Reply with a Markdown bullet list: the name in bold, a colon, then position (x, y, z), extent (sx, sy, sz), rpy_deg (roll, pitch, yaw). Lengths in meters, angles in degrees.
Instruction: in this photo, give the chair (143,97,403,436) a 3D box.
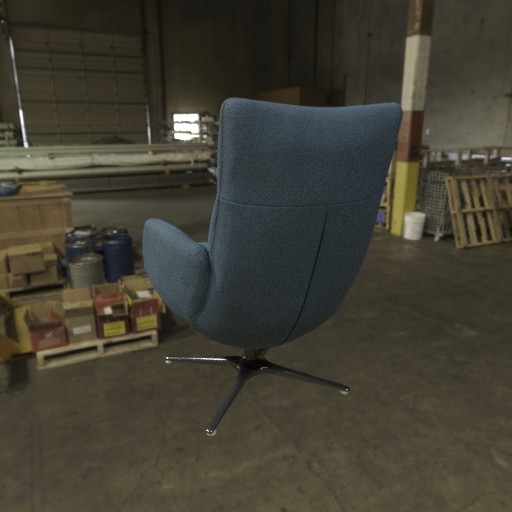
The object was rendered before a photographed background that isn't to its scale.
- **chair**: position (0.000, 0.000, 1.588), extent (0.711, 1.016, 0.889), rpy_deg (-8, 18, -25)
